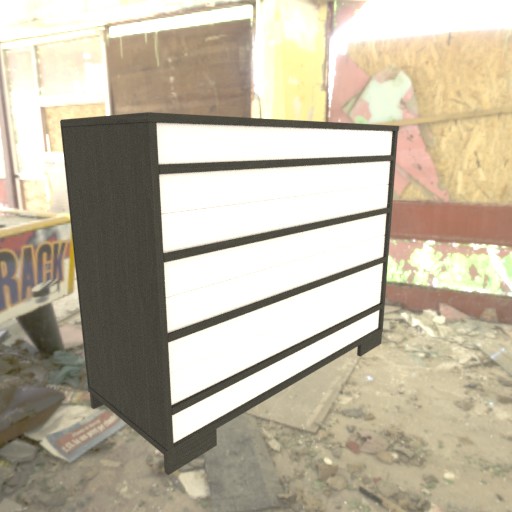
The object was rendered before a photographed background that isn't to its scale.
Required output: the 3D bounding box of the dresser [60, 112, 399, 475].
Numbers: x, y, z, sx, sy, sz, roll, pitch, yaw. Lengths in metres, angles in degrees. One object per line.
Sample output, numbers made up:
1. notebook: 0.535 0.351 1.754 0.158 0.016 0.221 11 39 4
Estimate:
1. dresser: 0.000 0.000 1.420 0.404 0.816 0.994 14 20 43
